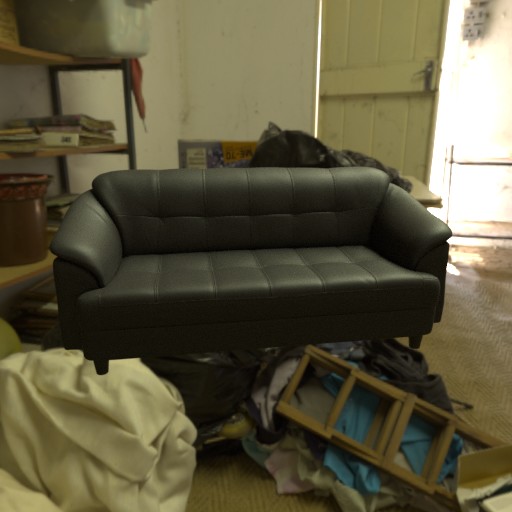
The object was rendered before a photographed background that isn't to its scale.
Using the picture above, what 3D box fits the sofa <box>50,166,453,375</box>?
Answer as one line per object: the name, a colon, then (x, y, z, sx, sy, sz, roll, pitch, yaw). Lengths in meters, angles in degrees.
sofa: (0.000, 0.000, 2.236, 1.829, 0.811, 0.800, -3, 17, -9)
